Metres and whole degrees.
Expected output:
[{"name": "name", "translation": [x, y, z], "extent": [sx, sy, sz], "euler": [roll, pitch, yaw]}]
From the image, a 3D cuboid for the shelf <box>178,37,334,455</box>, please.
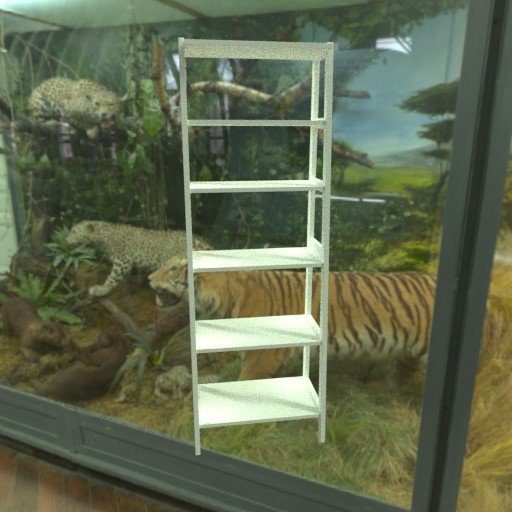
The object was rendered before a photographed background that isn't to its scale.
[{"name": "shelf", "translation": [0.000, 0.000, 2.144], "extent": [0.660, 1.892, 0.381], "euler": [-2, 16, -8]}]
